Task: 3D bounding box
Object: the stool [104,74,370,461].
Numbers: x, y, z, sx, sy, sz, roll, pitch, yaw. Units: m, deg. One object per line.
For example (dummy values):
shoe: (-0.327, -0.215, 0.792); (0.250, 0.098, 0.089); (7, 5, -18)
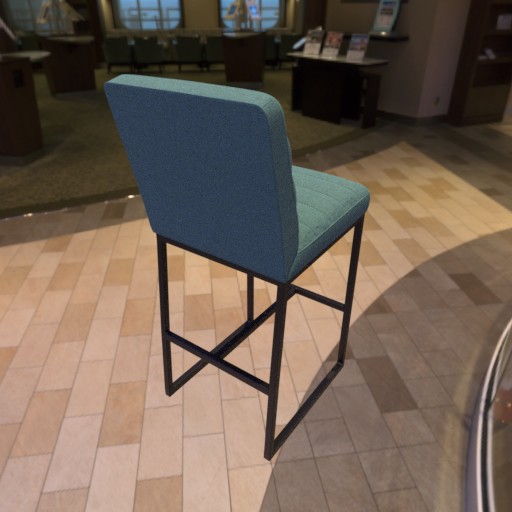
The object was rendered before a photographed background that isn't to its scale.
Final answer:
stool: (0.000, 0.000, 1.324); (0.460, 1.040, 0.560); (20, 36, 31)
